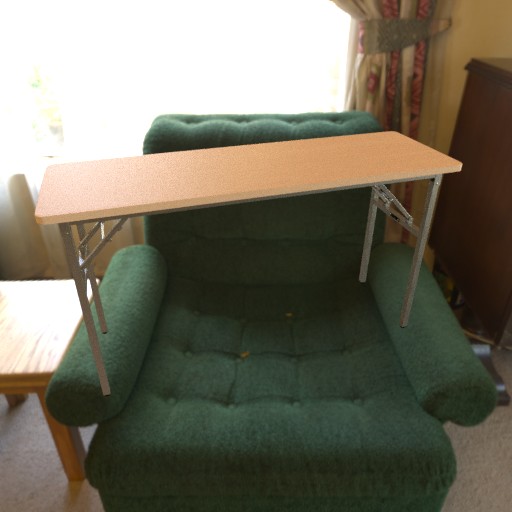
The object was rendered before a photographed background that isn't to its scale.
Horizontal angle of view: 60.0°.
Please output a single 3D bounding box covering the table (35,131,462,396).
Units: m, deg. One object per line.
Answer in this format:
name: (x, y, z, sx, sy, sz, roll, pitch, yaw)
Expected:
table: (0.000, 0.000, 1.744, 1.397, 0.750, 0.446, -9, 32, -15)
